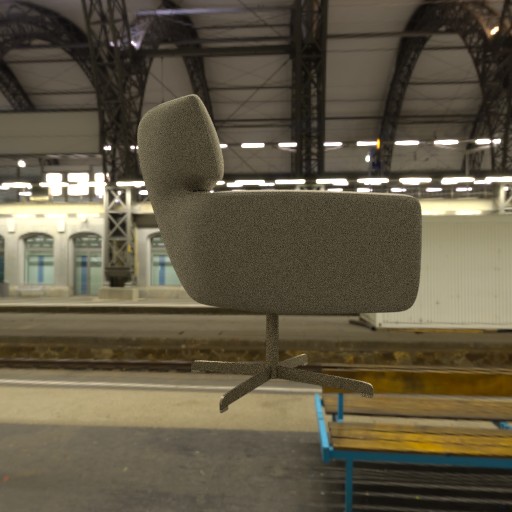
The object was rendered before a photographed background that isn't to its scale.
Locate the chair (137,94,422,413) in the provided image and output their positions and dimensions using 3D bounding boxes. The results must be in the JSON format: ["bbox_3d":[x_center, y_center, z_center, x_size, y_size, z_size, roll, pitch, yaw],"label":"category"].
[{"bbox_3d":[0.000,0.000,1.403,0.730,0.810,0.760,0,-2,-17],"label":"chair"}]
